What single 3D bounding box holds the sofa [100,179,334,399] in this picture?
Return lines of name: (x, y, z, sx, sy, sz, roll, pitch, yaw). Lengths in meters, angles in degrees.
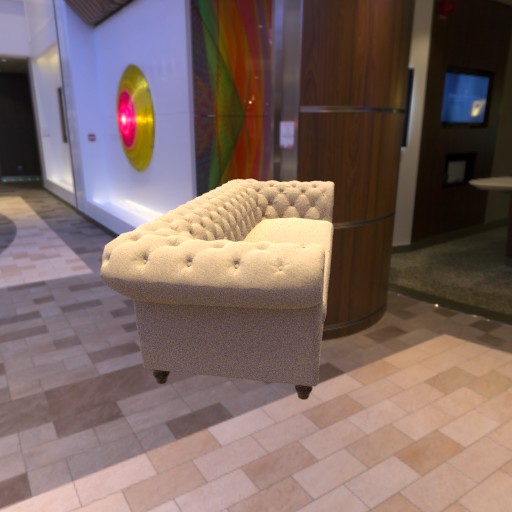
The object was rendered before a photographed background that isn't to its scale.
sofa: (0.000, 0.000, 3.218, 1.076, 0.847, 2.694, 3, 17, 10)
